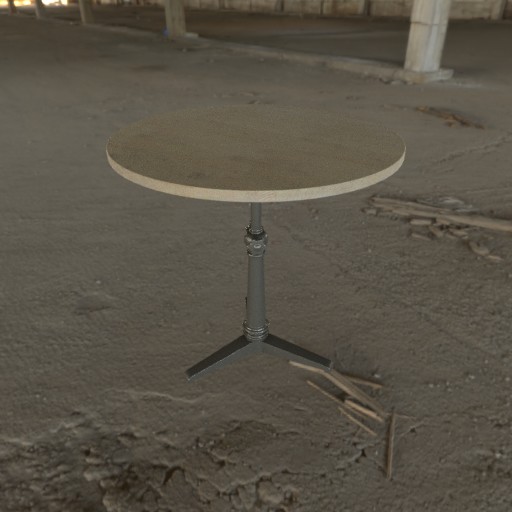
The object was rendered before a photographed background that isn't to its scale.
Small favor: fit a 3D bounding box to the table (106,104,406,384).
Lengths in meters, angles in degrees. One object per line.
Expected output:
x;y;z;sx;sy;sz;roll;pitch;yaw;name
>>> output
0.000;0.000;1.431;0.800;0.780;0.800;0;31;0;table
